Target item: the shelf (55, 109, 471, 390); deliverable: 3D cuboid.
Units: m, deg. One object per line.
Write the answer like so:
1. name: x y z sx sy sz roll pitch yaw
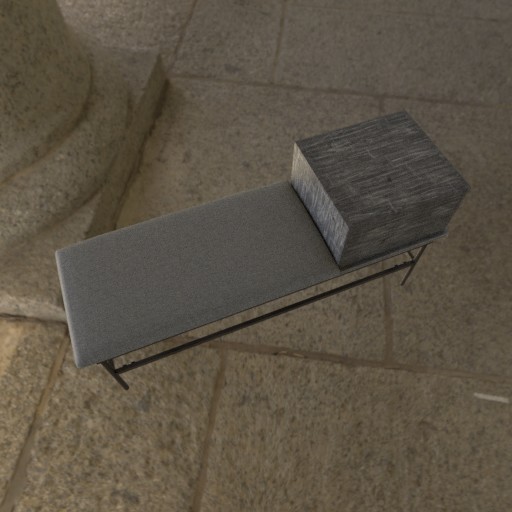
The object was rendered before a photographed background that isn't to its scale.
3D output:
1. shelf: 0.000 0.000 1.650 1.342 0.633 0.457 -19 60 -11
